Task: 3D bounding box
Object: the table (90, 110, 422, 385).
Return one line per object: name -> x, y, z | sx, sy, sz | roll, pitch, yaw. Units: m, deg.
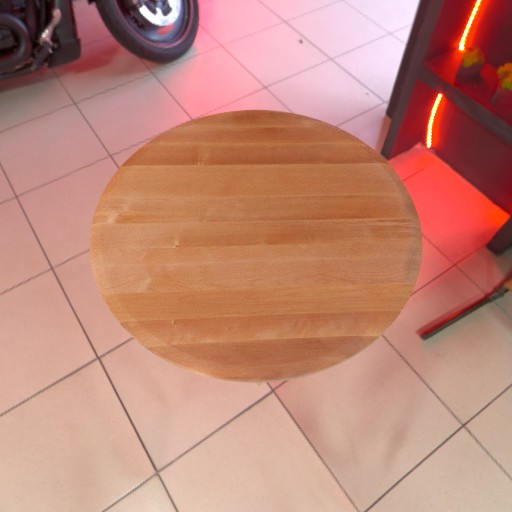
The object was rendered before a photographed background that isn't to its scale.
table -> 0.000, 0.000, 1.386 | 0.900, 0.400, 0.900 | 0, 58, 0
